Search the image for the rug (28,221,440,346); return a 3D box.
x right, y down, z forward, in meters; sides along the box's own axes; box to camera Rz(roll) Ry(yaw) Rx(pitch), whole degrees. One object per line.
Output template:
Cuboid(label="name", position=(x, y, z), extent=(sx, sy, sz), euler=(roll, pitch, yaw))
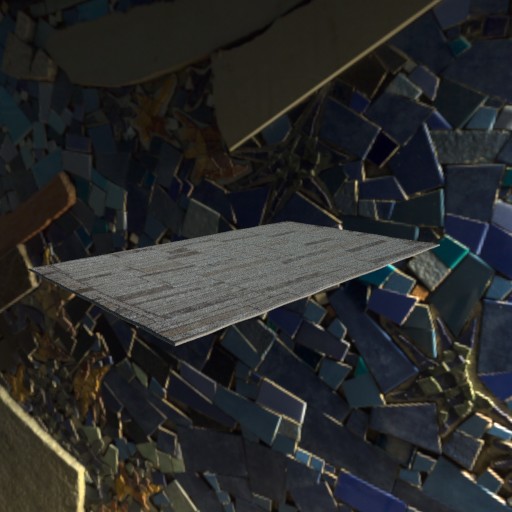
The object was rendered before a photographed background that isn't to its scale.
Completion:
Cuboid(label="rug", position=(0.000, 0.000, 3.038), extent=(1.531, 0.023, 2.444), euler=(13, 19, 43))
